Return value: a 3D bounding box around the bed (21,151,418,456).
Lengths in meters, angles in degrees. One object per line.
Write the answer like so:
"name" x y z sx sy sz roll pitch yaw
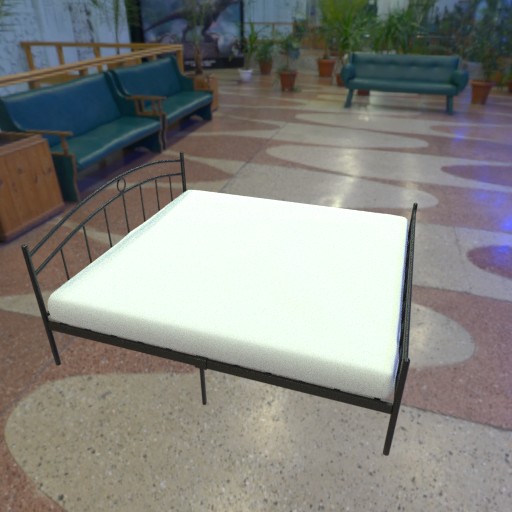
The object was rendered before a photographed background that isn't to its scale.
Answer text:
"bed" 0.000 0.000 3.051 2.040 0.940 1.880 9 31 16
